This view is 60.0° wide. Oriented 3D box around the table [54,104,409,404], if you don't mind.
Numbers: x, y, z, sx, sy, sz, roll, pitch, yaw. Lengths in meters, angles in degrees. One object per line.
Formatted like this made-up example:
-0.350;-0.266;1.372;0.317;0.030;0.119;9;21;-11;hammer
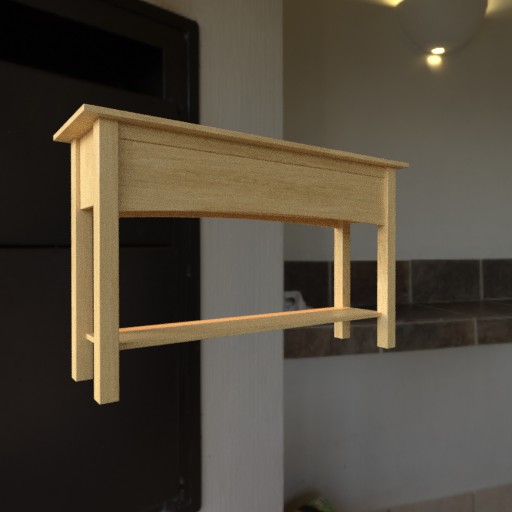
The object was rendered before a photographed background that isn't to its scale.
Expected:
0.000;0.000;1.547;1.240;0.730;0.350;0;1;-35;table
